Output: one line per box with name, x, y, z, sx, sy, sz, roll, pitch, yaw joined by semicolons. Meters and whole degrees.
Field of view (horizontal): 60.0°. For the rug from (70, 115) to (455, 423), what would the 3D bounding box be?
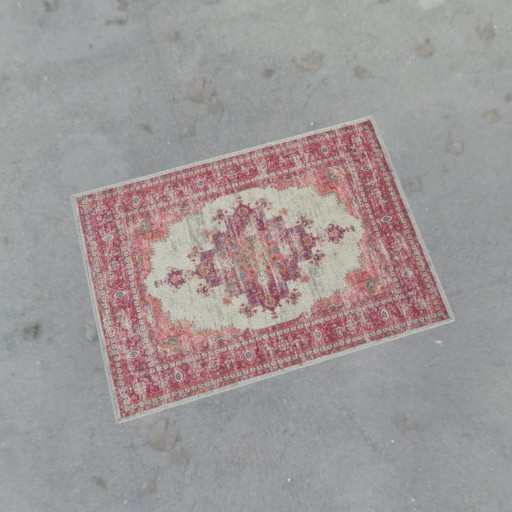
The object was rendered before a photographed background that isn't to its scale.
rug;0.000;0.000;2.325;1.747;0.011;1.217;-16;76;-4
